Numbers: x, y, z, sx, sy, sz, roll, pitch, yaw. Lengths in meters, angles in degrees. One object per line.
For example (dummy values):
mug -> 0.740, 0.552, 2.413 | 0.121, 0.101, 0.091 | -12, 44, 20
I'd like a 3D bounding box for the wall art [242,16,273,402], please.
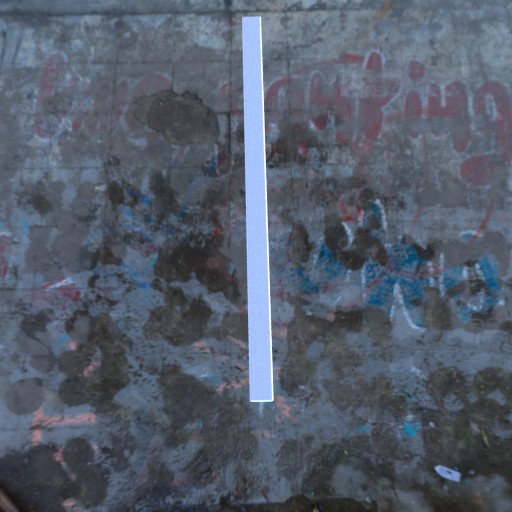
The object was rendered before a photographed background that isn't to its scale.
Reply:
wall art -> 0.000, 0.000, 1.577 | 0.046, 1.221, 0.914 | -1, 75, 0
